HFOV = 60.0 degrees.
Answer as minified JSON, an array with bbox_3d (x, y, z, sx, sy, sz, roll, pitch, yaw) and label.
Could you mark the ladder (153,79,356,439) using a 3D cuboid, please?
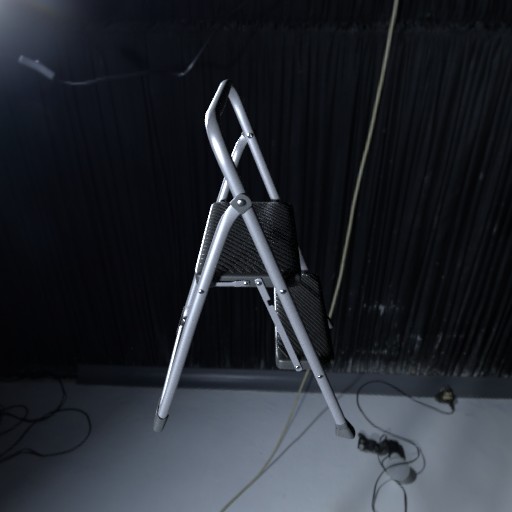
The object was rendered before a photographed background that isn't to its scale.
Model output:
[{"bbox_3d":[0.000,0.000,1.022,0.472,0.720,0.430,1,31,1],"label":"ladder"}]
